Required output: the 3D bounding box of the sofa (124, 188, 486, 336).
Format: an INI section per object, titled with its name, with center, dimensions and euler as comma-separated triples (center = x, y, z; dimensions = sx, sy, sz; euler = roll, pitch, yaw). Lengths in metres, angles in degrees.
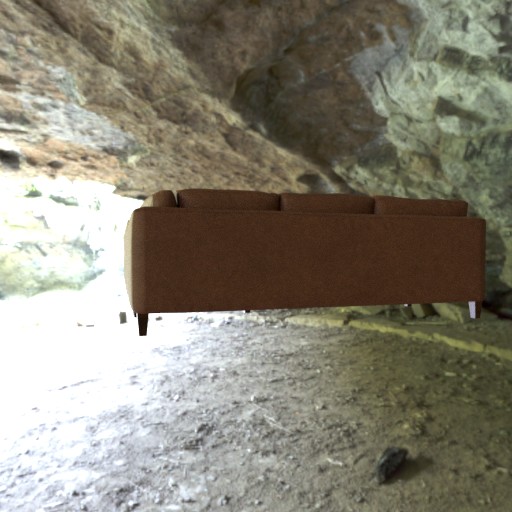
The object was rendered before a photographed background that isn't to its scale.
[sofa]
center = 0.000, 0.000, 4.554
dimensions = 2.593, 0.923, 3.460
euler = 0, 0, -17
